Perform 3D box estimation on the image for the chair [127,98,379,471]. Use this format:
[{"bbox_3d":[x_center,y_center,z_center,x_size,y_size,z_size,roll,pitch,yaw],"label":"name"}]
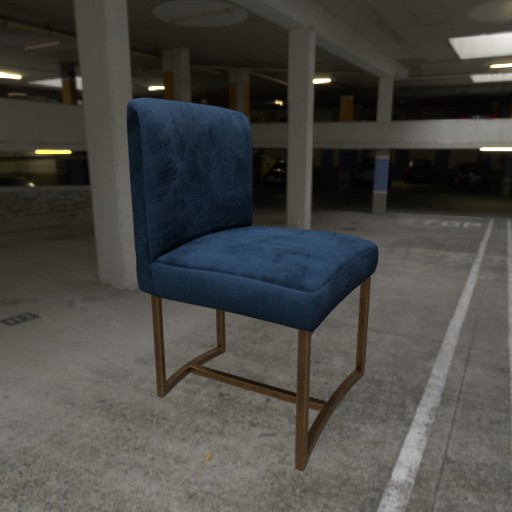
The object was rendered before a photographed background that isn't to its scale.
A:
[{"bbox_3d":[0.000,0.000,1.220,0.560,0.824,0.530,8,16,28],"label":"chair"}]
